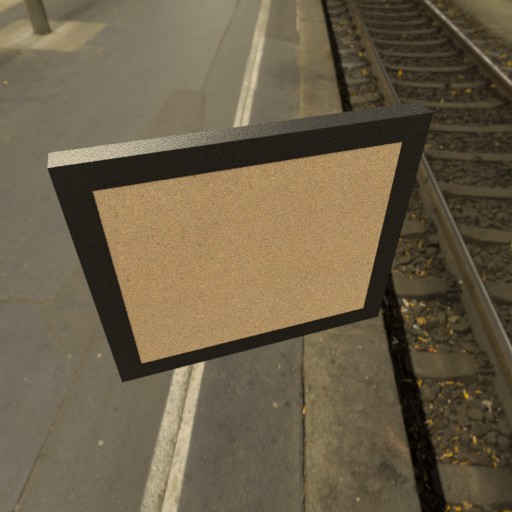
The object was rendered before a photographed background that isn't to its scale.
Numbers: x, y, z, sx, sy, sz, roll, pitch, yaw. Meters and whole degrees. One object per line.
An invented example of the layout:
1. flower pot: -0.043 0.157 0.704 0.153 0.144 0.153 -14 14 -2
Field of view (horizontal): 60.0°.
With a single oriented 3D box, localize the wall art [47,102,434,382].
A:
1. wall art: 0.000 0.000 0.535 0.381 0.321 0.028 -12 42 -13
